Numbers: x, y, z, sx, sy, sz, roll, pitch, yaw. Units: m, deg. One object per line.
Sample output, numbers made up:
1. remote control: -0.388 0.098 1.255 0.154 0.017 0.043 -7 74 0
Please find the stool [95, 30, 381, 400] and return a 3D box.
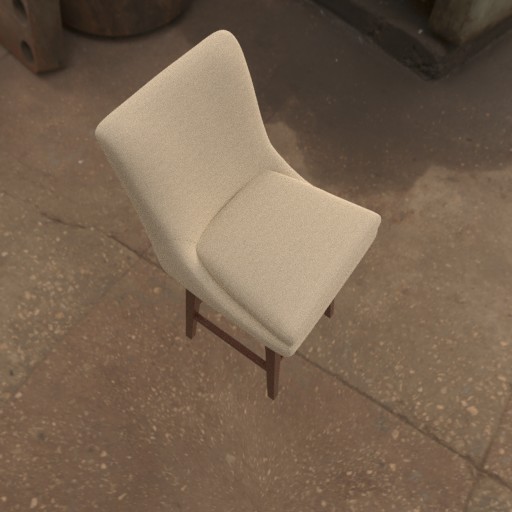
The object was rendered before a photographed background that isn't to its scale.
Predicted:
1. stool: 0.000 0.000 1.379 0.559 1.093 0.483 32 65 17
